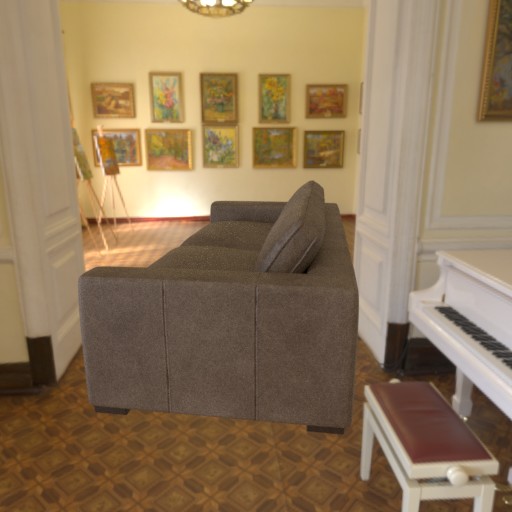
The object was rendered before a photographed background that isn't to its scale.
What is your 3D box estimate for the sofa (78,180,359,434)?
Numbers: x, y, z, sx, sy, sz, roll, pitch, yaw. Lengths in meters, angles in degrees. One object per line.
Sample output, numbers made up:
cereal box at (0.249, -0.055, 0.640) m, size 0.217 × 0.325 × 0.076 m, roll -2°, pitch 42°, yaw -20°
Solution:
sofa at (0.000, 0.000, 2.693) m, size 1.070 × 0.801 × 2.262 m, roll 2°, pitch 15°, yaw 8°
